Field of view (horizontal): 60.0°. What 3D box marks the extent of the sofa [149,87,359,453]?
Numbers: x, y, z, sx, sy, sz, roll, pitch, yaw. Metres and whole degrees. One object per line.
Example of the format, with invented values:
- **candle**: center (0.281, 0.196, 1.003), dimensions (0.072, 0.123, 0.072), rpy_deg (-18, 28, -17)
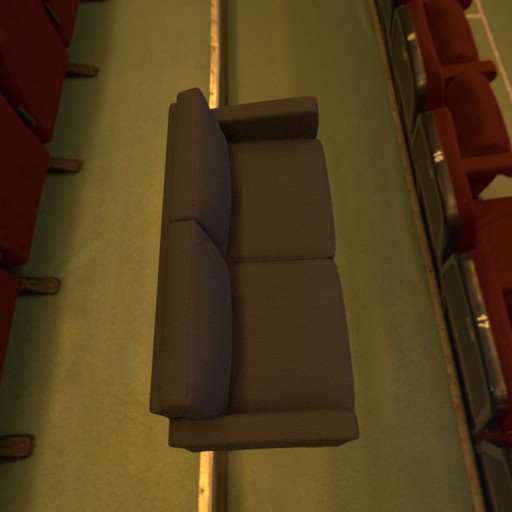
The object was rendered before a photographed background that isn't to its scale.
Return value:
- **sofa**: center (0.000, 0.000, 2.337), dimensions (0.898, 0.839, 1.852), rpy_deg (-2, 64, -1)
